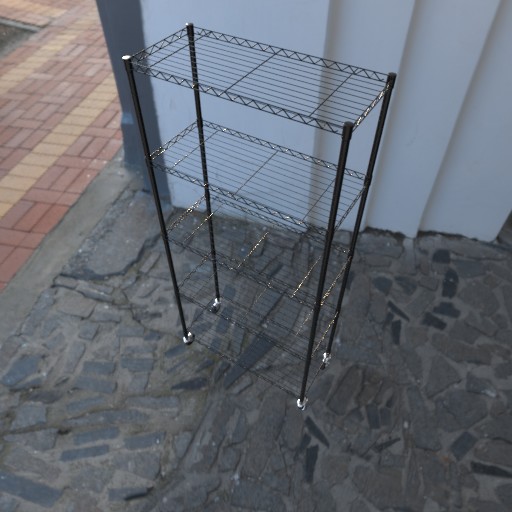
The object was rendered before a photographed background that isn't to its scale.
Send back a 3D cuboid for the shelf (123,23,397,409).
[{"bbox_3d":[0.000,0.000,1.903,0.762,1.645,0.356,24,52,21],"label":"shelf"}]
